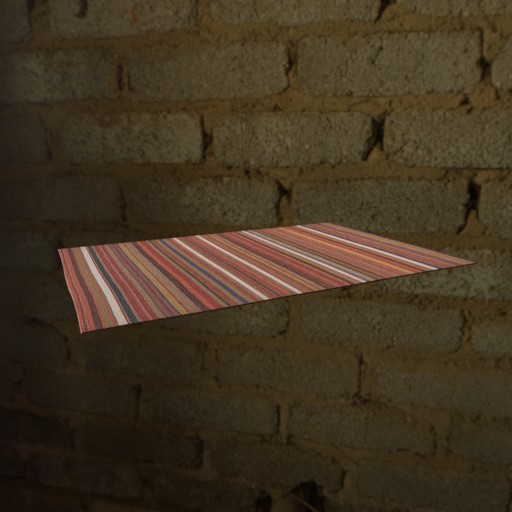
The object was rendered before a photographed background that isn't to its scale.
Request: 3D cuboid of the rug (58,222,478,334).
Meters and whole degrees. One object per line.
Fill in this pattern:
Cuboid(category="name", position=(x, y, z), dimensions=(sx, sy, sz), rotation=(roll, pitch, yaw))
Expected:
Cuboid(category="rug", position=(0.000, 0.000, 2.304), dimensions=(1.828, 0.007, 1.217), rotation=(-7, 16, -26))
